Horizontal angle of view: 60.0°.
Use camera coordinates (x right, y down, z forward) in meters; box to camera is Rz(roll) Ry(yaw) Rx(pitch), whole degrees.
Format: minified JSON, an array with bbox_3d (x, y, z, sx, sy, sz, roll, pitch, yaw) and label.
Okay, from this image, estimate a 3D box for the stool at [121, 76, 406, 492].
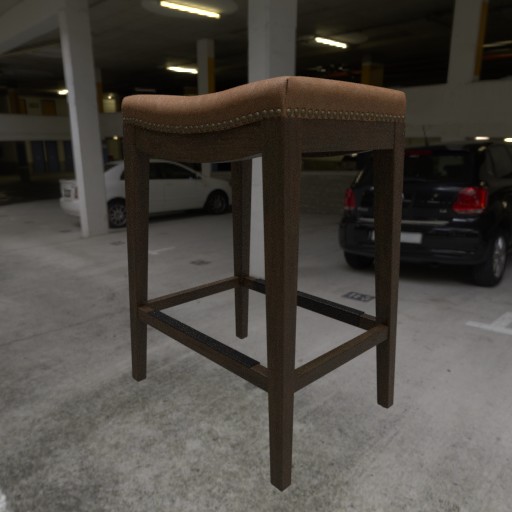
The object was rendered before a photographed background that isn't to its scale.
[{"bbox_3d":[0.000,0.000,0.946,0.361,0.660,0.500,-14,21,-42],"label":"stool"}]
